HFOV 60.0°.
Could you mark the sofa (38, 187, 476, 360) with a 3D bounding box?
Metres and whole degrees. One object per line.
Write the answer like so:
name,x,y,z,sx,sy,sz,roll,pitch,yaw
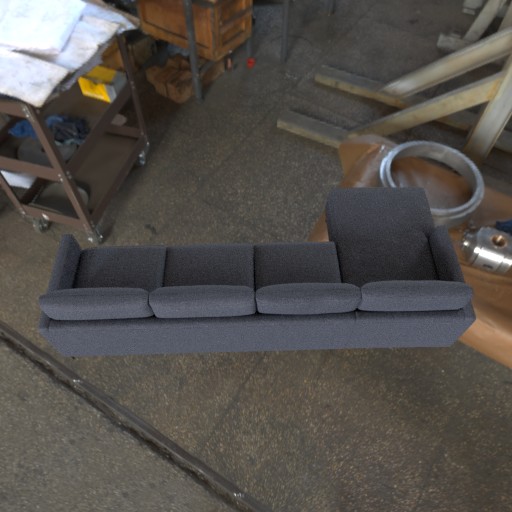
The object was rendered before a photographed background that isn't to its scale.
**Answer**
sofa,0.000,0.000,2.851,2.445,0.673,1.125,-1,57,-1
